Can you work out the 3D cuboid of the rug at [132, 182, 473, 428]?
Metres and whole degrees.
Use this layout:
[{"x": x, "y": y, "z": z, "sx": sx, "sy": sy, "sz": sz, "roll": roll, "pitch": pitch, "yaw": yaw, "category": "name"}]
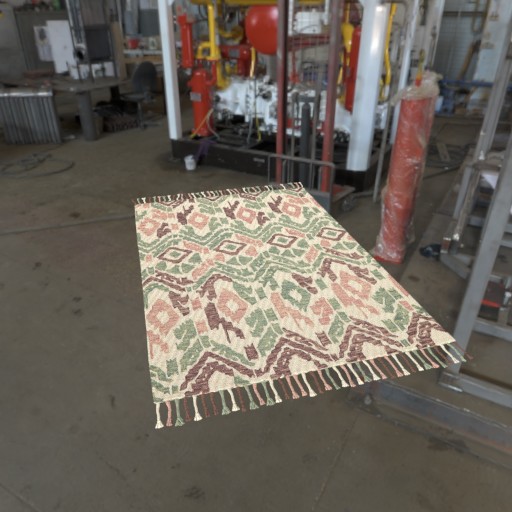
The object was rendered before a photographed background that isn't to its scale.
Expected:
[{"x": 0.000, "y": 0.000, "z": 2.929, "sx": 1.524, "sy": 0.011, "sz": 2.438, "roll": -8, "pitch": 31, "yaw": -13, "category": "rug"}]
